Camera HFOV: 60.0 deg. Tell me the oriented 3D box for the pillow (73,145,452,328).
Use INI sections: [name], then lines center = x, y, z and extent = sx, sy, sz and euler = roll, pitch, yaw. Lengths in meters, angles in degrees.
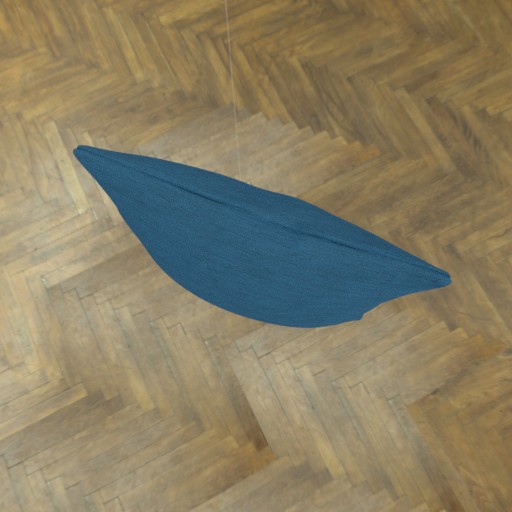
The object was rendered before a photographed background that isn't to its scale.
[pillow]
center = 0.000, 0.000, 0.676
extent = 0.437, 0.420, 0.177
euler = 20, 77, 5
